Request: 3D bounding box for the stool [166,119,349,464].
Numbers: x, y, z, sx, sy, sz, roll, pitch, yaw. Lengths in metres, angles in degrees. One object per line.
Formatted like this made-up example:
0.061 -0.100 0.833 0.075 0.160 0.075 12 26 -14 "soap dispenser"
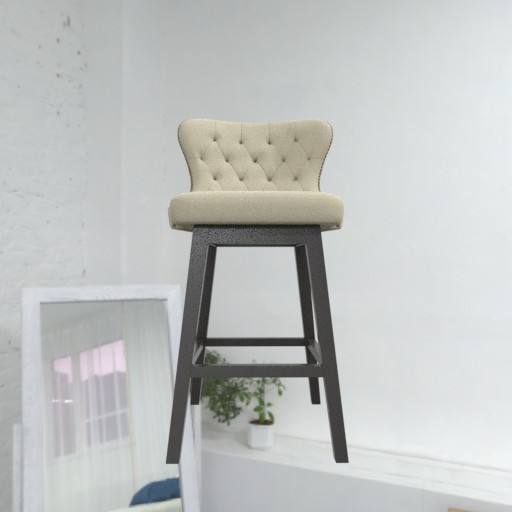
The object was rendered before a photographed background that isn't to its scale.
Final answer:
0.000 0.000 1.331 0.528 0.971 0.593 0 0 -1 "stool"
